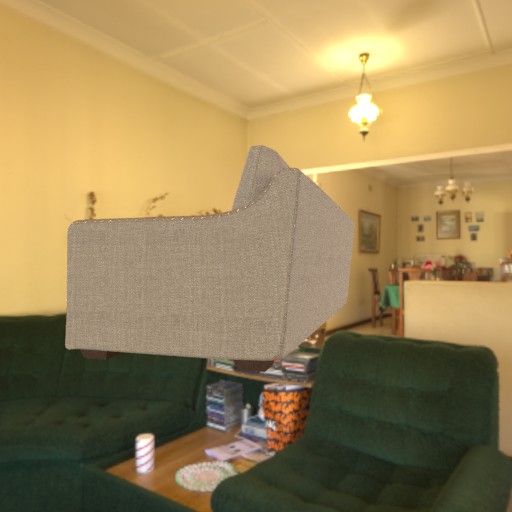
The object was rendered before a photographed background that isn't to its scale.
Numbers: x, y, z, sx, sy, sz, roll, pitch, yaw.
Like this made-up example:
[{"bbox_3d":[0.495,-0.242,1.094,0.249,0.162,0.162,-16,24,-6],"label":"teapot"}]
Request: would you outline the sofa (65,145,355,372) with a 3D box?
[{"bbox_3d":[0.000,0.000,2.701,1.000,0.857,2.208,0,-1,17],"label":"sofa"}]
